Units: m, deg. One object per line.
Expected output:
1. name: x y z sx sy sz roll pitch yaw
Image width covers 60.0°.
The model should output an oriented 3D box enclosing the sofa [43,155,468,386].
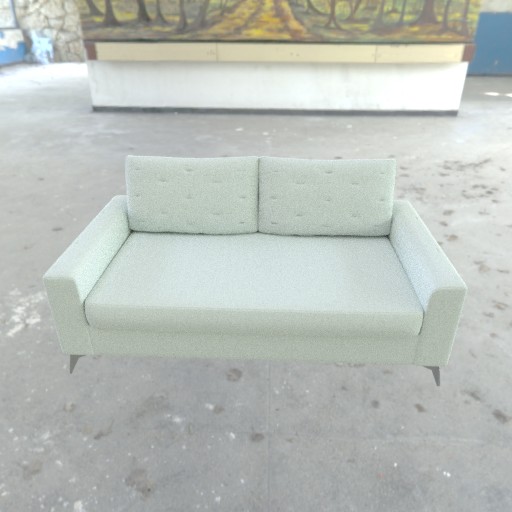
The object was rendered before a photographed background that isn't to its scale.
1. sofa: 0.000 0.000 2.117 1.650 0.790 0.920 1 29 2
